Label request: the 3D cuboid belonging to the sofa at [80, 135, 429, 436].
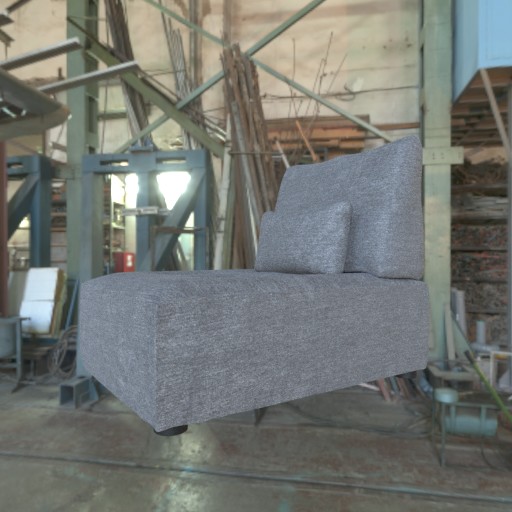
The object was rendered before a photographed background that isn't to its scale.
[{"bbox_3d":[0.000,0.000,1.526,1.000,0.820,0.700,0,0,-34],"label":"sofa"}]
